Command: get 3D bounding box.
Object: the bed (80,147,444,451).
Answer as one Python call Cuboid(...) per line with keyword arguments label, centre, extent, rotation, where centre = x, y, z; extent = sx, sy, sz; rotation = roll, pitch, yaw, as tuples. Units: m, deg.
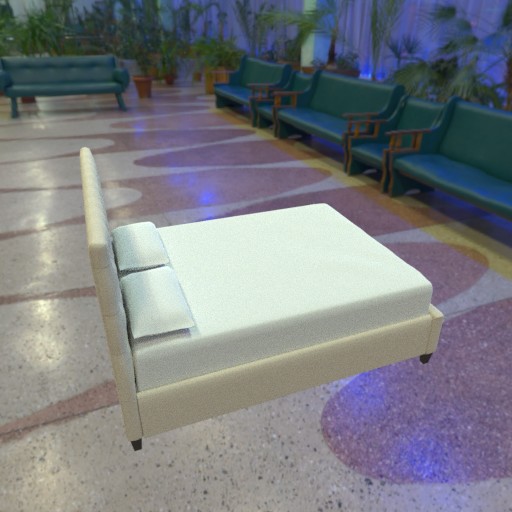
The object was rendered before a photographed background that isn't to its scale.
Cuboid(label="bed", centre=(0.000, 0.000, 3.330), extent=(2.233, 1.426, 1.696), rotation=(-10, 31, -18))
